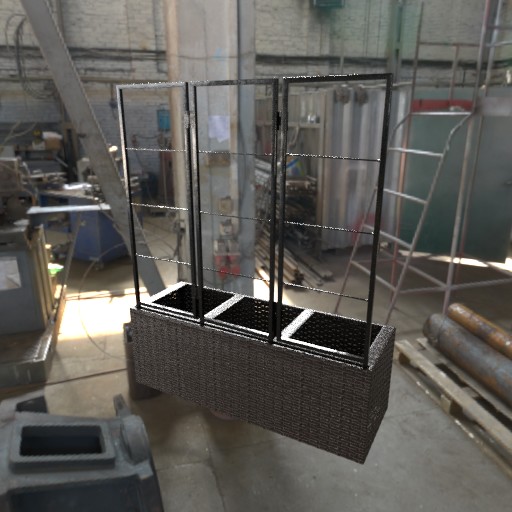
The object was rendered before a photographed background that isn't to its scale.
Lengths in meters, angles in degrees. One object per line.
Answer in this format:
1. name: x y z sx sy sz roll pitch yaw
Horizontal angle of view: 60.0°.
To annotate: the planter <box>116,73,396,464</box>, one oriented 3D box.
1. planter: 0.000 0.000 1.154 0.699 0.841 0.244 9 20 27
